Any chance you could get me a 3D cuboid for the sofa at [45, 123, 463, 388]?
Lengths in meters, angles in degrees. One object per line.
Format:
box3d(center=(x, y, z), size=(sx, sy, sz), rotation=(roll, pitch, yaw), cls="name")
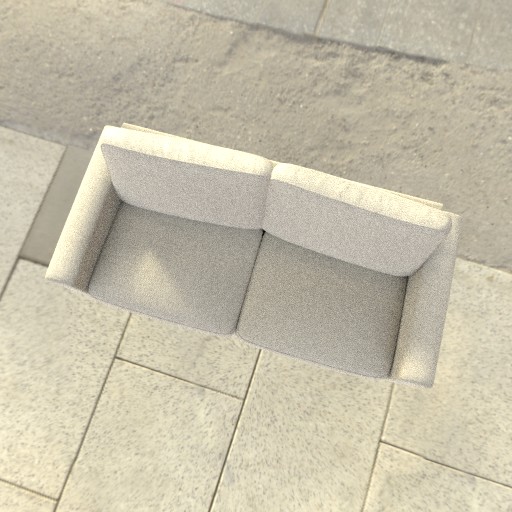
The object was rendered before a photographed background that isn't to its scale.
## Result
box3d(center=(0.000, 0.000, 2.597), size=(2.179, 0.873, 1.016), rotation=(15, 77, 4), cls="sofa")
